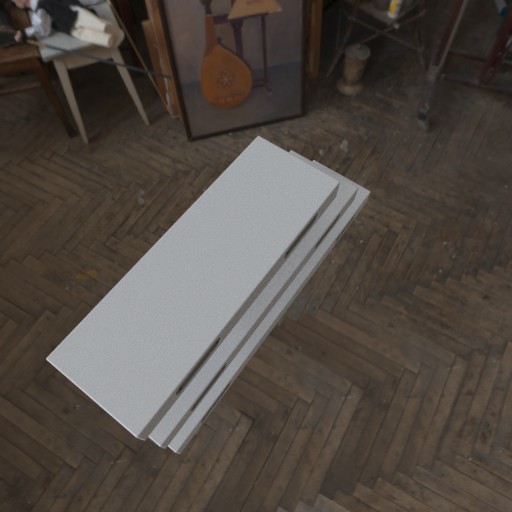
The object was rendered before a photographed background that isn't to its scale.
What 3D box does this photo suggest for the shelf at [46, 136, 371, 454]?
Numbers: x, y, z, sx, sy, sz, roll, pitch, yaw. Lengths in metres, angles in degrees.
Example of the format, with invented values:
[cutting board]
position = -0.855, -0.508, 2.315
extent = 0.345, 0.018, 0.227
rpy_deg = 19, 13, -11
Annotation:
[shelf]
position = 0.000, 0.000, 0.721
extent = 0.140, 0.293, 0.610
rpy_deg = 33, 68, 16
